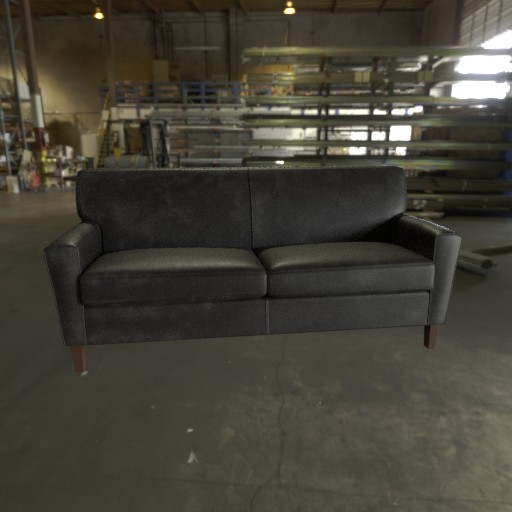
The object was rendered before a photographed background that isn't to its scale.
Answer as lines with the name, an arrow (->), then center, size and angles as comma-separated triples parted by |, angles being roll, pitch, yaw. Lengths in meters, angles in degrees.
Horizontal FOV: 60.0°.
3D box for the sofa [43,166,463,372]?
sofa -> 0.000, 0.000, 2.524 | 2.053, 0.947, 0.805 | -2, 15, -8
